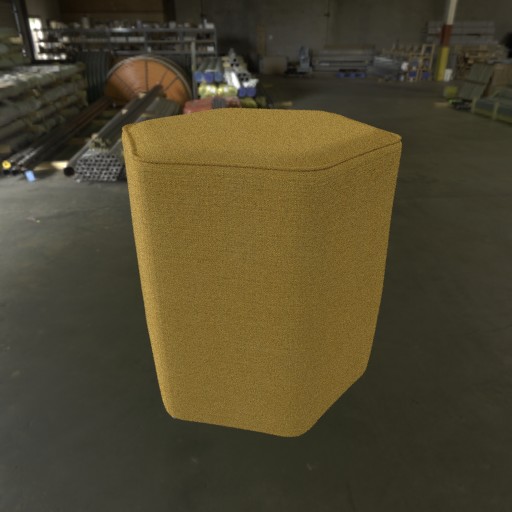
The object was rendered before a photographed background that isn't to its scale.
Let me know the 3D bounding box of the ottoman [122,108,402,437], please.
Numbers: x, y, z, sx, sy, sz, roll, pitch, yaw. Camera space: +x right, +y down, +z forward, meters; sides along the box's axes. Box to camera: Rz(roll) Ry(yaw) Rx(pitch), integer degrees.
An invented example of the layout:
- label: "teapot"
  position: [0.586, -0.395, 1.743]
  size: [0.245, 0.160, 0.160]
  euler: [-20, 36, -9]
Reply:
- label: "ottoman"
  position: [0.000, 0.000, 0.870]
  size: [0.443, 0.502, 0.494]
  euler: [-9, 28, -16]
